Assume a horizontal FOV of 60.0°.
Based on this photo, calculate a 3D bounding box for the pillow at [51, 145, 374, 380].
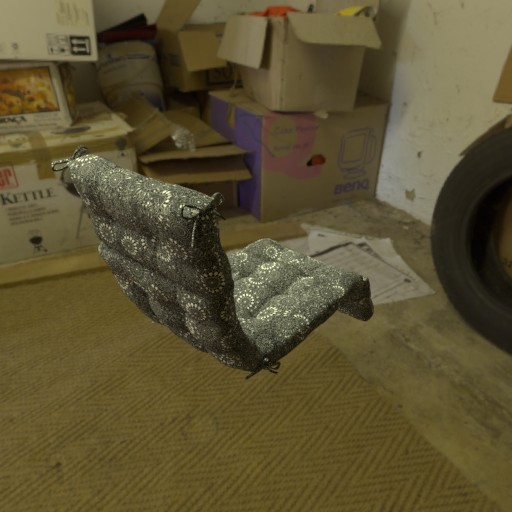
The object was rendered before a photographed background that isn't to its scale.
[{"bbox_3d":[0.000,0.000,1.500,0.526,0.863,1.016,23,37,34],"label":"pillow"}]
